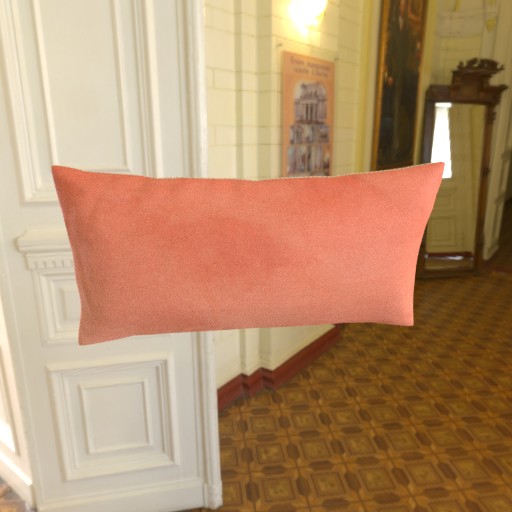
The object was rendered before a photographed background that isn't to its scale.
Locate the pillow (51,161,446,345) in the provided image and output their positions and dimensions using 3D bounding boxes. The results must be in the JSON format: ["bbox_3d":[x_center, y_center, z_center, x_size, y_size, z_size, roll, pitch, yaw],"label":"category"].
[{"bbox_3d":[0.000,0.000,0.739,0.608,0.307,0.155,-2,16,-7],"label":"pillow"}]
